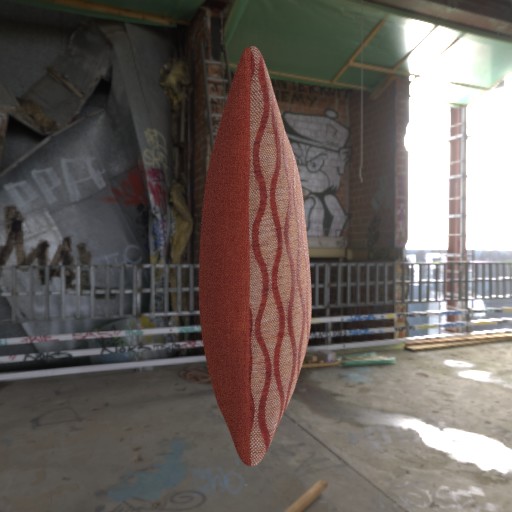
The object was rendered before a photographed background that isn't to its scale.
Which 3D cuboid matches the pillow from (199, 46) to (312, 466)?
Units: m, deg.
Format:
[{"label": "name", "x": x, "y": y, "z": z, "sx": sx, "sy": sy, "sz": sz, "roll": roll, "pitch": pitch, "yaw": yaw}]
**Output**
[{"label": "pillow", "x": 0.000, "y": 0.000, "z": 0.658, "sx": 0.159, "sy": 0.434, "sz": 0.429, "roll": 0, "pitch": 1, "yaw": -1}]
